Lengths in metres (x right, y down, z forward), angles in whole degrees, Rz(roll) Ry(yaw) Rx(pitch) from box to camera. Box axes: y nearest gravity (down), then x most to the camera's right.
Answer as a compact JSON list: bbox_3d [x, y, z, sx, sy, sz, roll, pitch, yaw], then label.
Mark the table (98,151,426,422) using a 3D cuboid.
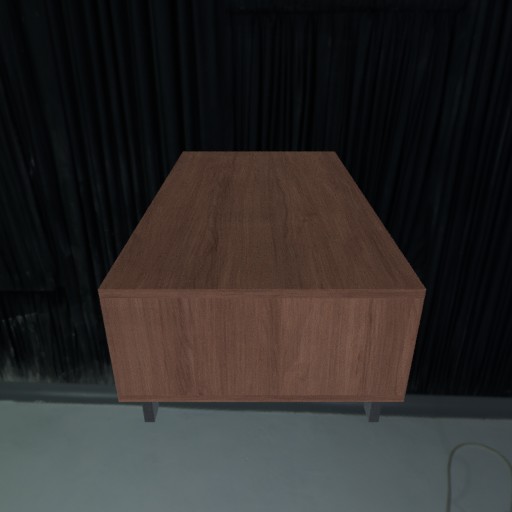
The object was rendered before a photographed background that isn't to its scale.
[{"bbox_3d":[0.000,0.000,1.322,0.600,0.380,1.020,0,27,0],"label":"table"}]
